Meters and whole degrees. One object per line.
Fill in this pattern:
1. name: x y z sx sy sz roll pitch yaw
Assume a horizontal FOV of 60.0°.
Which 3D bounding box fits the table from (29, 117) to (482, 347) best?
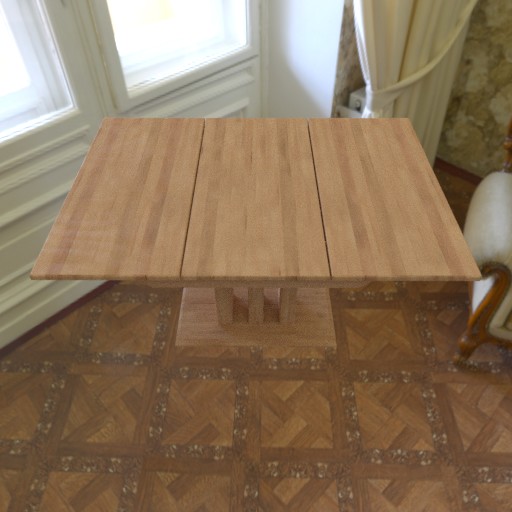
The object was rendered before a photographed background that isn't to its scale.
1. table: 0.000 0.000 1.858 1.300 0.770 0.900 0 46 0
